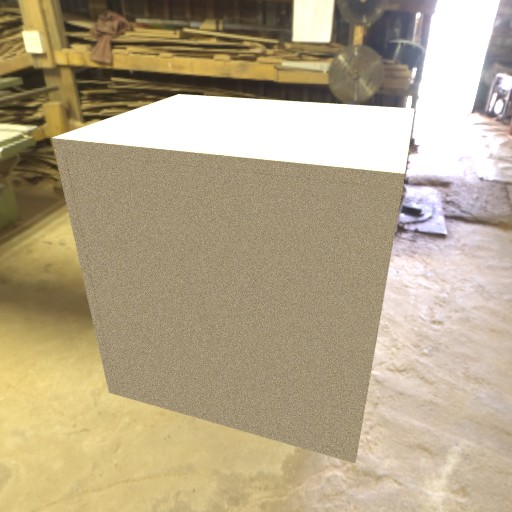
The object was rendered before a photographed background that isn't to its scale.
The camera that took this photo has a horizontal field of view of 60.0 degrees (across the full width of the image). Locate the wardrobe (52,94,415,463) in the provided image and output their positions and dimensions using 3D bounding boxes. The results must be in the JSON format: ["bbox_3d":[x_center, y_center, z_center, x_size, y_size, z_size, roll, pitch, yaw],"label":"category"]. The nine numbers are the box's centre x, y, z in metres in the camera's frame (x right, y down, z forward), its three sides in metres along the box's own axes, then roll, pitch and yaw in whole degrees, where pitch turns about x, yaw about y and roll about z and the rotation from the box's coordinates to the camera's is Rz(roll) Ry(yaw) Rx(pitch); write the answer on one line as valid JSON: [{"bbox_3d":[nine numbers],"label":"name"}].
[{"bbox_3d":[0.000,0.000,0.874,0.500,0.520,0.400,9,31,16],"label":"wardrobe"}]
